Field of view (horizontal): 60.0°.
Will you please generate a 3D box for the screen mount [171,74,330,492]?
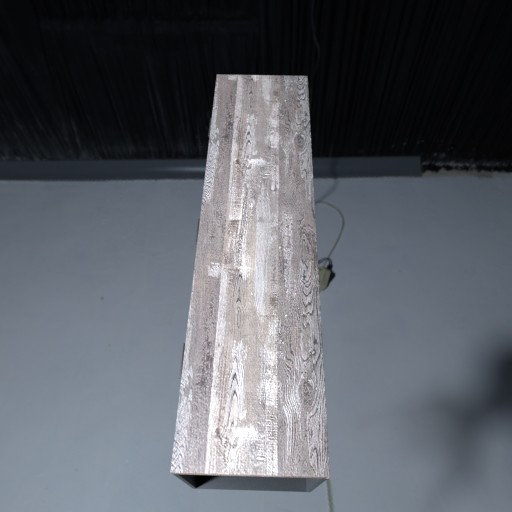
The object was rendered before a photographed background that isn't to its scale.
[{"bbox_3d":[0.000,0.000,1.661,0.395,0.450,1.524,1,58,1],"label":"screen mount"}]
